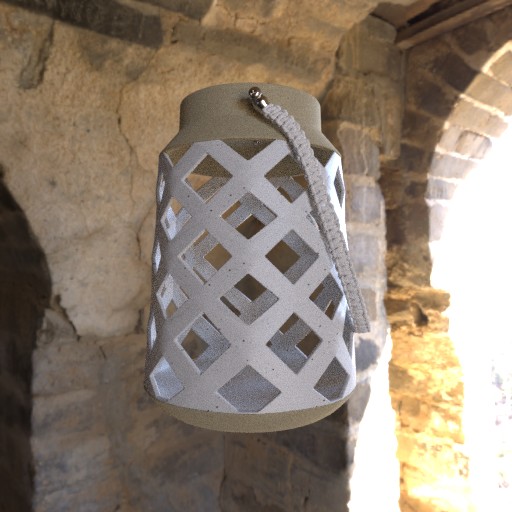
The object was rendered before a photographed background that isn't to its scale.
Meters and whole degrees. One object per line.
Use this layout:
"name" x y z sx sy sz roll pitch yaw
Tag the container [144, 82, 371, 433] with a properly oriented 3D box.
"container" 0.000 0.000 0.398 0.198 0.264 0.188 0 0 0
